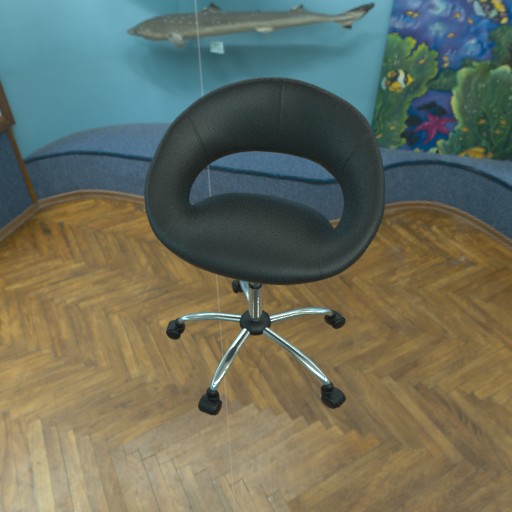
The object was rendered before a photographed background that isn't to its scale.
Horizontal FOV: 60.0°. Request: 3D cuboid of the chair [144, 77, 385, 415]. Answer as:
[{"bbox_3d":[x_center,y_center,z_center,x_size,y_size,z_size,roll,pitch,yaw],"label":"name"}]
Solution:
[{"bbox_3d":[0.000,0.000,1.182,0.612,0.791,0.538,12,41,14],"label":"chair"}]
